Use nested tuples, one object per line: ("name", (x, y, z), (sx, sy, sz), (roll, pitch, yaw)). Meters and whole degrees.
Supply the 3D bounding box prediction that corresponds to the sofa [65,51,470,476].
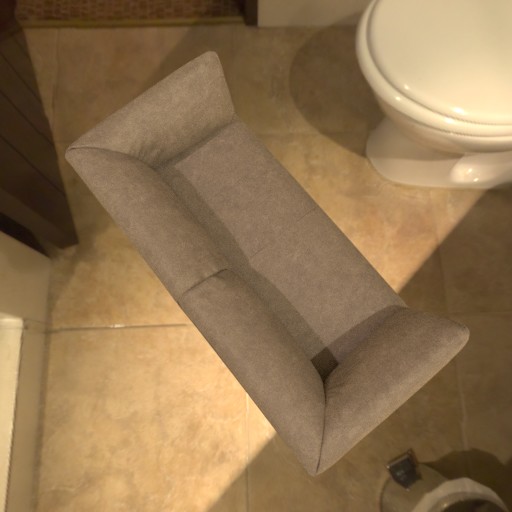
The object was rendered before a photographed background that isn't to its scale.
("sofa", (0.000, 0.000, 2.306), (0.905, 0.747, 1.878), (-38, 79, -9))
